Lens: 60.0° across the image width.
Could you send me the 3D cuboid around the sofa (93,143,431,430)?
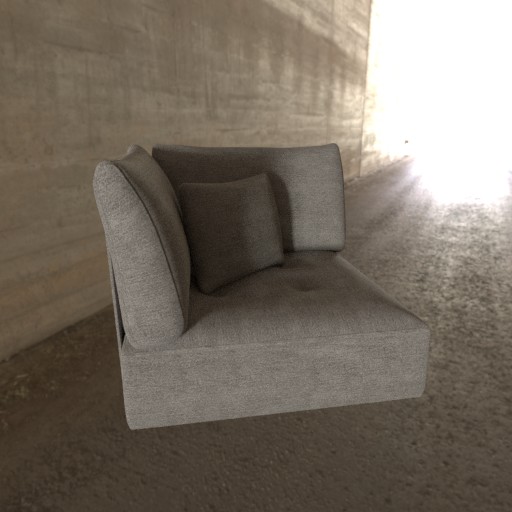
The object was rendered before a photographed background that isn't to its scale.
[{"bbox_3d":[0.000,0.000,1.728,1.000,0.820,1.000,-3,17,-10],"label":"sofa"}]
